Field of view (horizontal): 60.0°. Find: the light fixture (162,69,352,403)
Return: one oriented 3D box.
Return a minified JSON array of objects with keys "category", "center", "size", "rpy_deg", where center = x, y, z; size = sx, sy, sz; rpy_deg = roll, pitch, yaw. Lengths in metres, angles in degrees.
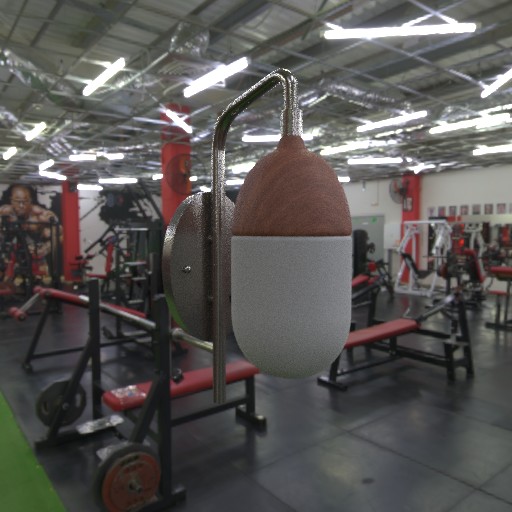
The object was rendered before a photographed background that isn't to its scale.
[{"category":"light fixture","center":[0.000,0.000,0.443],"size":[0.108,0.343,0.216],"rpy_deg":[-2,4,-35]}]
